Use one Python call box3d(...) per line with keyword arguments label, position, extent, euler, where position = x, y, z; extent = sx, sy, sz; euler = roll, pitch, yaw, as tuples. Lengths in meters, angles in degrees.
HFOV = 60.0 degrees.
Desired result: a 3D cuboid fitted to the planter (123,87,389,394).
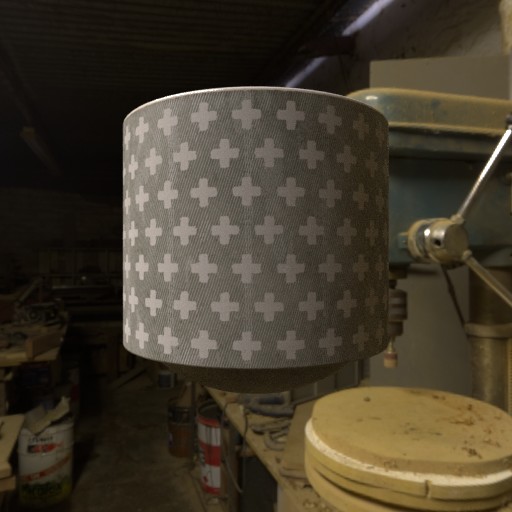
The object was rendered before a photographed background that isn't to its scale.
box3d(label="planter", position=(0.000, 0.000, 0.331), extent=(0.190, 0.181, 0.190), euler=(0, 0, 0))
